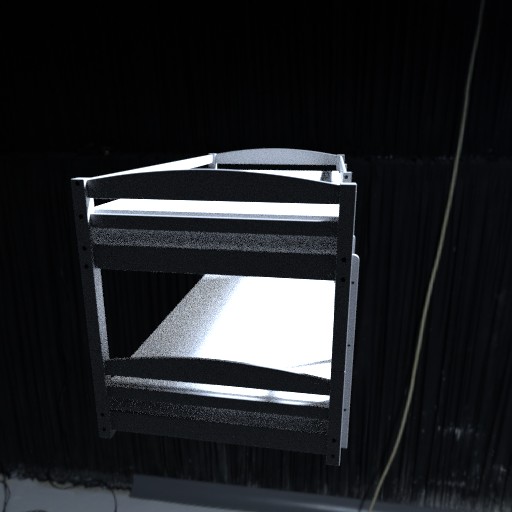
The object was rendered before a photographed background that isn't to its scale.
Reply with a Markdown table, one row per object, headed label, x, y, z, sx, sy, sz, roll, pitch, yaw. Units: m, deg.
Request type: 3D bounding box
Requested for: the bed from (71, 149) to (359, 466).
| label | x | y | z | sx | sy | sz | roll | pitch | yaw |
| --- | --- | --- | --- | --- | --- | --- | --- | --- | --- |
| bed | 0.000 | 0.000 | 2.715 | 1.105 | 1.206 | 2.013 | 3 | 16 | 9 |
